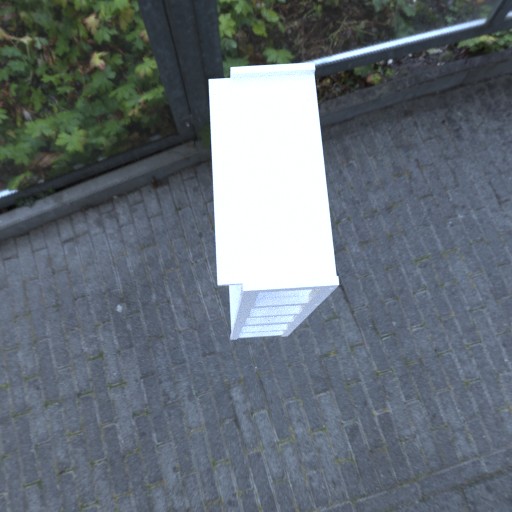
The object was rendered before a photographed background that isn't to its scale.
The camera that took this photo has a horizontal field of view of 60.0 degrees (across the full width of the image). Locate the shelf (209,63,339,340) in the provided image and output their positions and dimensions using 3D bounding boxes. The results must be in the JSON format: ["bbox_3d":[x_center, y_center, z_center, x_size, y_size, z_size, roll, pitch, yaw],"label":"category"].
[{"bbox_3d":[0.000,0.000,2.115,0.381,1.892,0.660,-4,76,-1],"label":"shelf"}]
